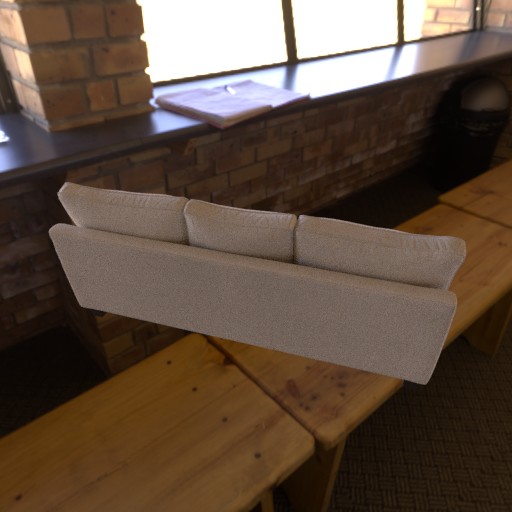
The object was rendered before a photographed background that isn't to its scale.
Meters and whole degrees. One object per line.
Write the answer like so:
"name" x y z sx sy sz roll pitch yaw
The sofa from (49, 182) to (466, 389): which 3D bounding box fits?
"sofa" 0.000 0.000 2.897 2.323 0.991 1.016 10 35 15
